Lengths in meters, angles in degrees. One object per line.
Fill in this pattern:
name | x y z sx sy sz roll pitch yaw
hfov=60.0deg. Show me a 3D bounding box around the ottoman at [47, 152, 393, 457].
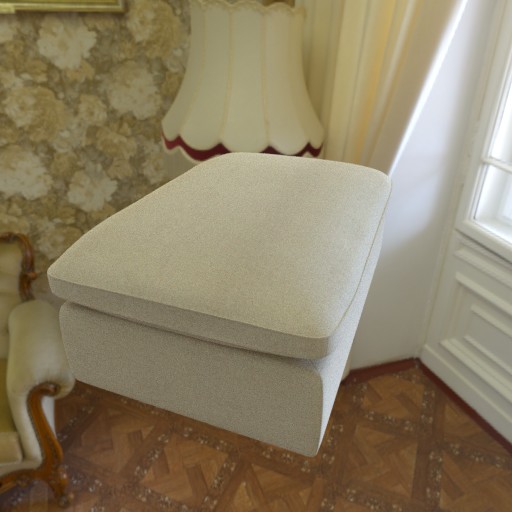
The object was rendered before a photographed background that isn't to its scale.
ottoman | 0.000 0.000 1.339 0.686 0.453 0.984 11 30 19
